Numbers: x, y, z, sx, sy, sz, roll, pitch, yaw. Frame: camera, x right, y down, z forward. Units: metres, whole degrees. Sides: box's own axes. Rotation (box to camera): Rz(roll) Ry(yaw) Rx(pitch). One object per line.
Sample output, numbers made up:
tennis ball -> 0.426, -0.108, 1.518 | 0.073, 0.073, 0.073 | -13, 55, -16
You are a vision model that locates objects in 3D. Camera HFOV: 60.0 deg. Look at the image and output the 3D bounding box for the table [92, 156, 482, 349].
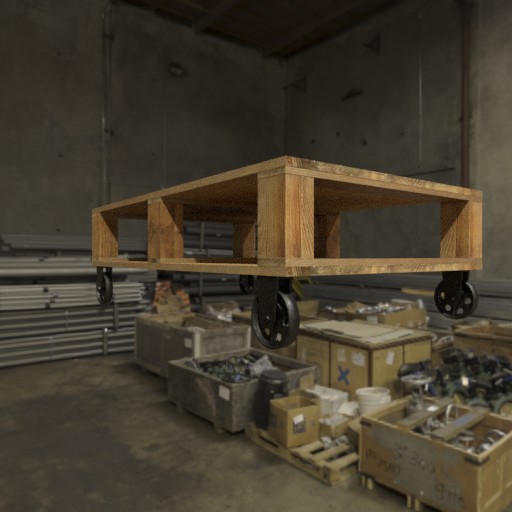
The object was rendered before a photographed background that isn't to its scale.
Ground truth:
table -> 0.000, 0.000, 1.681 | 0.827, 0.413, 1.299 | 0, 0, -37
